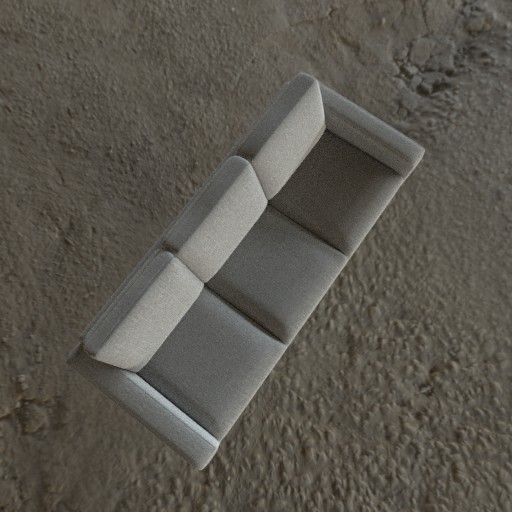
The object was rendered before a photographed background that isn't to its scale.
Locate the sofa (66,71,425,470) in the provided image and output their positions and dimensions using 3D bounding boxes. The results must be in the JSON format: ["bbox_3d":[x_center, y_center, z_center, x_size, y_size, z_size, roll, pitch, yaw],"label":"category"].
[{"bbox_3d":[0.000,0.000,2.546,0.900,0.800,2.120,35,79,8],"label":"sofa"}]
